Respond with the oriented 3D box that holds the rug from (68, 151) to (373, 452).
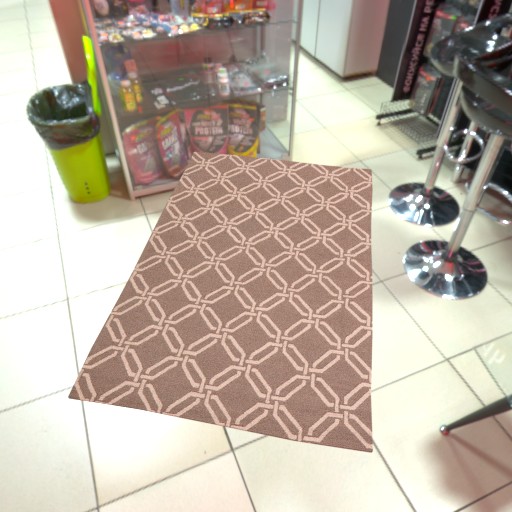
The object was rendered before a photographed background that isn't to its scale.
[{"bbox_3d":[0.000,0.000,2.198,1.142,0.010,1.748,7,46,7],"label":"rug"}]
